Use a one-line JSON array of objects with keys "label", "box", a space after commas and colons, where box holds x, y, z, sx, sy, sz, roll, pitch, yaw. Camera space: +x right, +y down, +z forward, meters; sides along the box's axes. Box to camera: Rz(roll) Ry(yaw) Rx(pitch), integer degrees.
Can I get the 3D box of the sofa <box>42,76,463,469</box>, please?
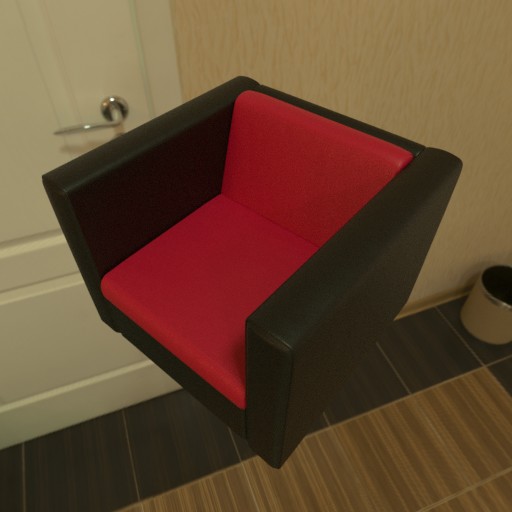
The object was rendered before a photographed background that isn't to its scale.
[{"label": "sofa", "box": [0.000, 0.000, 1.433, 0.839, 0.724, 0.809, 31, 54, 26]}]
